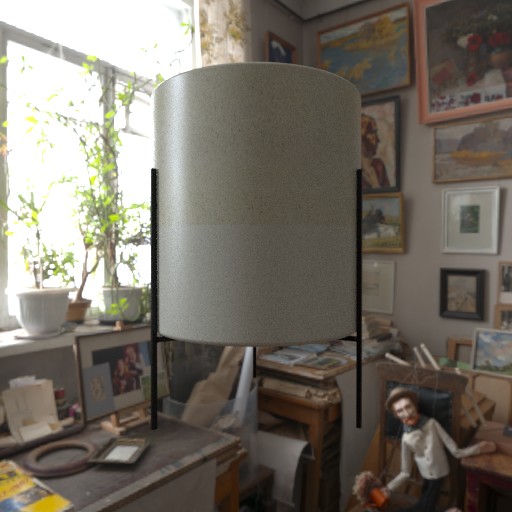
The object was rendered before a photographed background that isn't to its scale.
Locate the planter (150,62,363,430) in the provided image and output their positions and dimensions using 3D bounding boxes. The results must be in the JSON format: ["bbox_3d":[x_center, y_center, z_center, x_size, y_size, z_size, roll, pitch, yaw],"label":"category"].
[{"bbox_3d":[0.000,0.000,0.709,0.324,0.483,0.333,0,1,-1],"label":"planter"}]
